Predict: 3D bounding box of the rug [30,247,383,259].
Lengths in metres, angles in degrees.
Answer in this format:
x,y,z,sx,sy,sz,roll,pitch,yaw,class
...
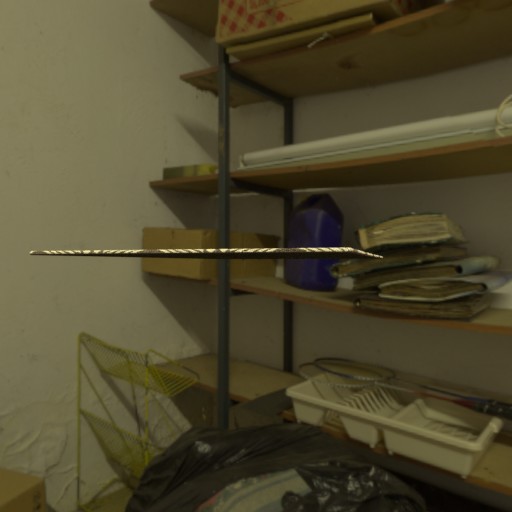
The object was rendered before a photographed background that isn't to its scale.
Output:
x,y,z,sx,sy,sz,roll,pitch,yaw,class
0.000,0.000,2.357,1.210,0.016,1.833,0,-1,19,rug
